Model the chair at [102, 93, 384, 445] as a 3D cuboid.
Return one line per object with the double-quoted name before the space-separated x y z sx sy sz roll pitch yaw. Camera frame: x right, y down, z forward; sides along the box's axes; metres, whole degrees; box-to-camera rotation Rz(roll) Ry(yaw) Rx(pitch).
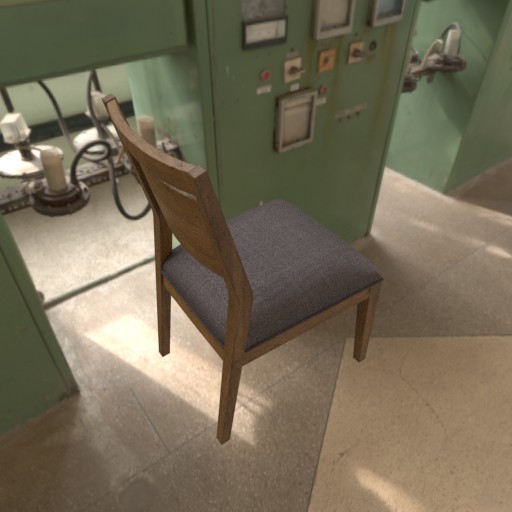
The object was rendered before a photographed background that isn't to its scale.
"chair" 0.000 0.000 1.298 0.610 0.939 0.501 -25 47 -26
